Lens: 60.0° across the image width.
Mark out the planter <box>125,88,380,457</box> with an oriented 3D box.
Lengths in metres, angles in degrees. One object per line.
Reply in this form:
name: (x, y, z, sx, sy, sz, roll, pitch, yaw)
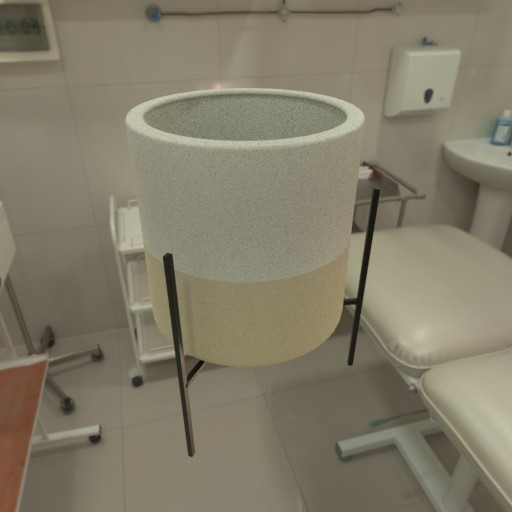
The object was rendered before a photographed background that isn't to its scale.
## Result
planter: (0.000, 0.000, 0.552, 0.267, 0.362, 0.263, -9, 32, -14)
